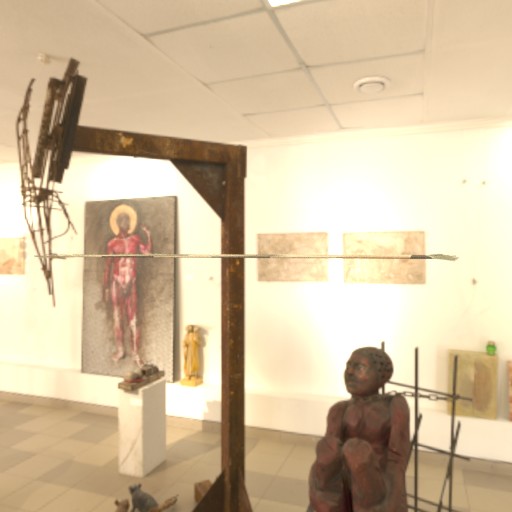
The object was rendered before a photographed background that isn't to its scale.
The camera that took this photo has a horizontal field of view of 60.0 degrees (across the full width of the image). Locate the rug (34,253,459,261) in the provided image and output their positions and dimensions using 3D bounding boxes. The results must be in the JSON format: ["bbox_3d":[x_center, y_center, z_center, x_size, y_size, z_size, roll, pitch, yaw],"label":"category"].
[{"bbox_3d":[0.000,0.000,2.521,2.021,0.027,1.224,0,1,20],"label":"rug"}]
